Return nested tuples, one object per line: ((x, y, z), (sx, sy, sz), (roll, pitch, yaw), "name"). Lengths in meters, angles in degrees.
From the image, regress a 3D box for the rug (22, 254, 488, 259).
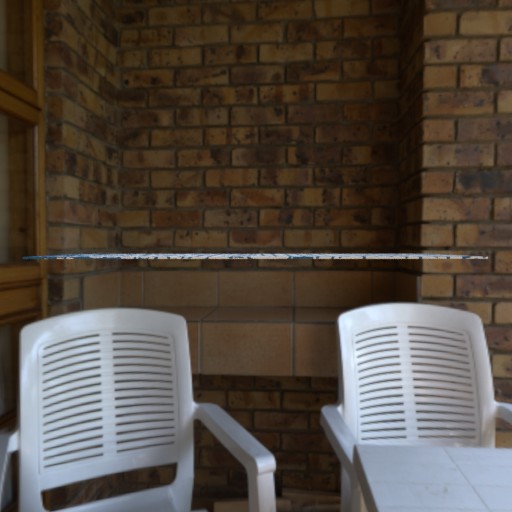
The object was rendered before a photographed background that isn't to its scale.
((0.000, 0.000, 2.685), (2.435, 0.011, 0.750), (0, 1, -1), "rug")
